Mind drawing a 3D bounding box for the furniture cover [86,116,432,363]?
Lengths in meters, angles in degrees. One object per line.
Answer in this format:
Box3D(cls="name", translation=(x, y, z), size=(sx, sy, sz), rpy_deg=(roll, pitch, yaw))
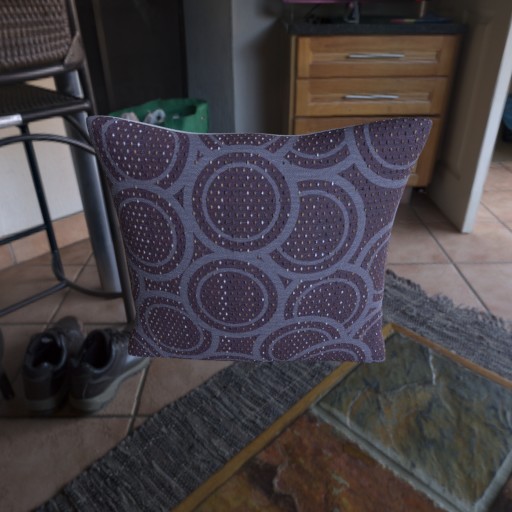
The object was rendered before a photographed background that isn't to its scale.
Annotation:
Box3D(cls="furniture cover", translation=(0.000, 0.000, 0.828), size=(0.552, 0.509, 0.193), rpy_deg=(1, 30, 2))
